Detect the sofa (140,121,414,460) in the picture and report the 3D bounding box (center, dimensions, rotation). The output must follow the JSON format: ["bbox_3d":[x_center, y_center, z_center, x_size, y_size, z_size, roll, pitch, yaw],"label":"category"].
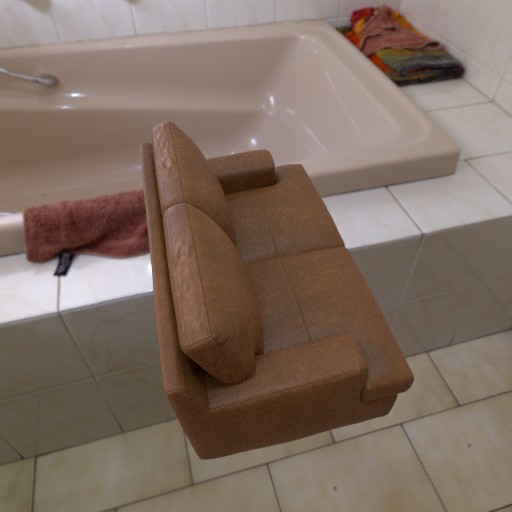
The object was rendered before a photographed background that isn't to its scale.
[{"bbox_3d":[0.000,0.000,2.567,1.144,0.966,1.880,-10,47,-9],"label":"sofa"}]
